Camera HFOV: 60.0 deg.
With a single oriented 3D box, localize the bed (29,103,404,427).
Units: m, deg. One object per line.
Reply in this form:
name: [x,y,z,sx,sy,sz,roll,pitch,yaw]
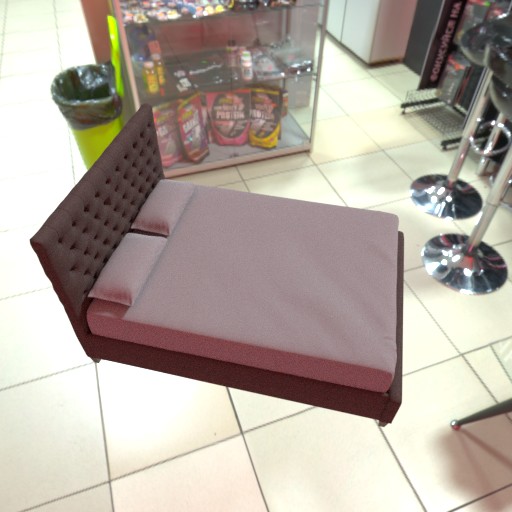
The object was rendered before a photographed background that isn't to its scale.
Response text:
bed: [0.000,0.000,3.460,2.387,1.427,1.698,10,48,9]
